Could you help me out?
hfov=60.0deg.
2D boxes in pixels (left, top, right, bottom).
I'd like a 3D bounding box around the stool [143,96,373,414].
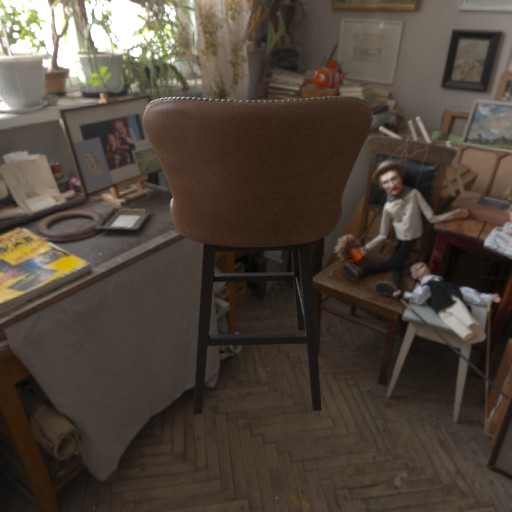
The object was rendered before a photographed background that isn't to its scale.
[{"bbox_3d":[0.000,0.000,1.405,0.528,1.050,0.601,-1,29,-2],"label":"stool"}]
